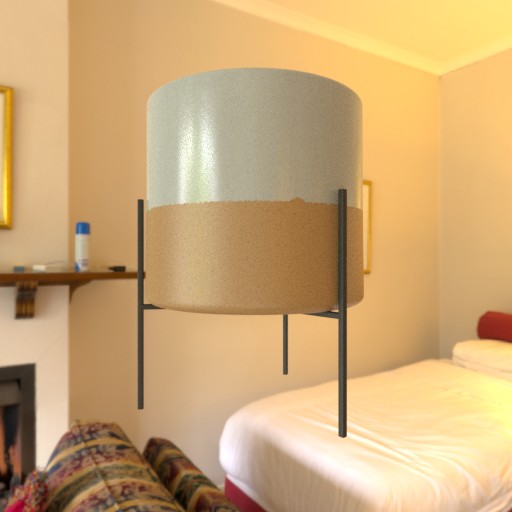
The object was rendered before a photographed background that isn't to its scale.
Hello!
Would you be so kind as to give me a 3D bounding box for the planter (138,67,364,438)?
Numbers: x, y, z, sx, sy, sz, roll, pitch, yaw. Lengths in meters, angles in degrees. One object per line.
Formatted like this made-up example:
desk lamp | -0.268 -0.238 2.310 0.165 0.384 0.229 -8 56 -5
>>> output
planter | 0.000 0.000 0.734 0.348 0.480 0.360 0 0 20
